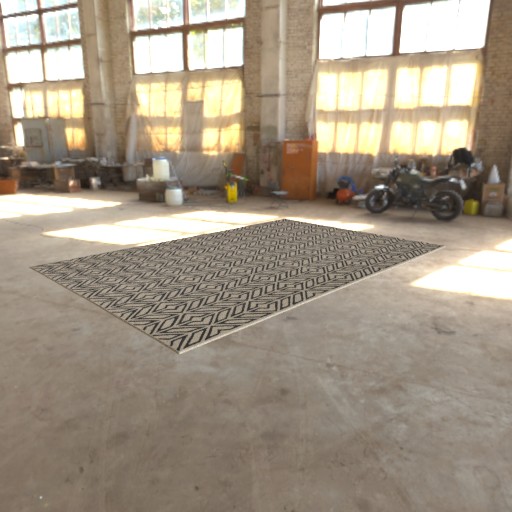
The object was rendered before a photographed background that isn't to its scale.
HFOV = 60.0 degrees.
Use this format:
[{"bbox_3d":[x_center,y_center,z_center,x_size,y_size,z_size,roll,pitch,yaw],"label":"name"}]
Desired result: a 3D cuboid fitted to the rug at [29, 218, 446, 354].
[{"bbox_3d":[0.000,0.000,2.310,1.828,0.007,1.220,-14,21,-43],"label":"rug"}]
